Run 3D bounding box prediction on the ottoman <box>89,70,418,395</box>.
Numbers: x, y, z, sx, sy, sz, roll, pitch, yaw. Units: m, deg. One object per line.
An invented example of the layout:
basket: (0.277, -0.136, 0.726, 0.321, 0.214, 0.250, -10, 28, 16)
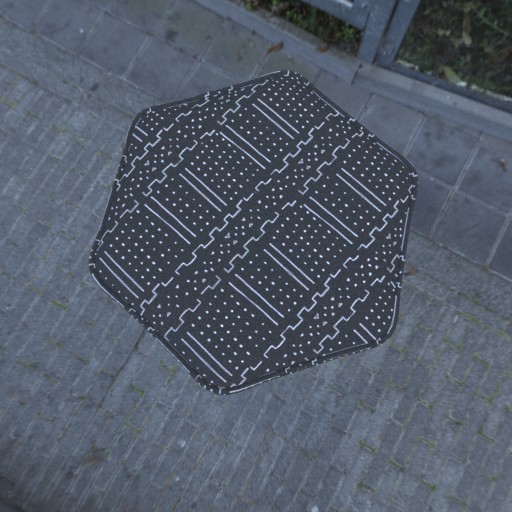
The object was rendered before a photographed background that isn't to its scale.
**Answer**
ottoman: (0.000, 0.000, 0.860, 0.494, 0.502, 0.443, 42, 81, 8)
